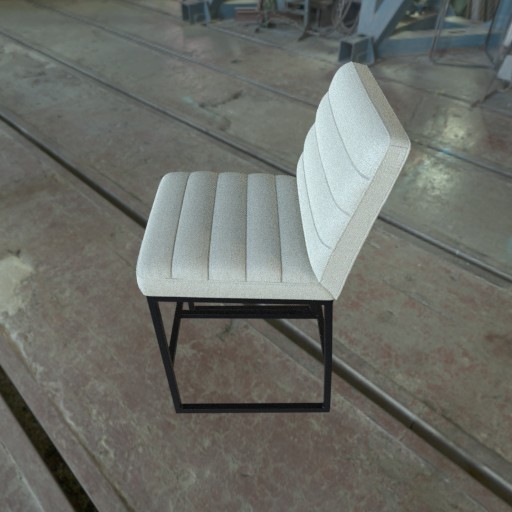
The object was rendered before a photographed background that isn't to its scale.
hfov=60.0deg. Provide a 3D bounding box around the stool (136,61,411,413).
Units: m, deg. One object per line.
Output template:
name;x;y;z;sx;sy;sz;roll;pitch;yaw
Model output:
stool;0.000;0.000;1.258;0.560;0.940;0.460;0;41;0
